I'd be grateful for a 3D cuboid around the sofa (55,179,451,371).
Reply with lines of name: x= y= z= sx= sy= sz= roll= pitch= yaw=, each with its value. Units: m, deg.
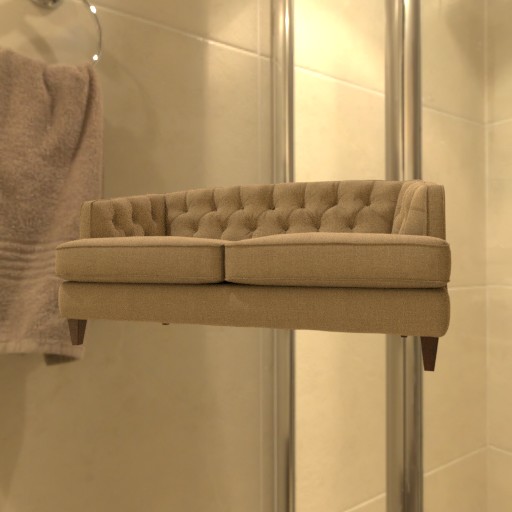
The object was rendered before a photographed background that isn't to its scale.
sofa: x=0.000 y=0.000 z=2.229 sx=1.733 sy=0.855 sz=0.941 roll=0 pitch=0 yaw=18
